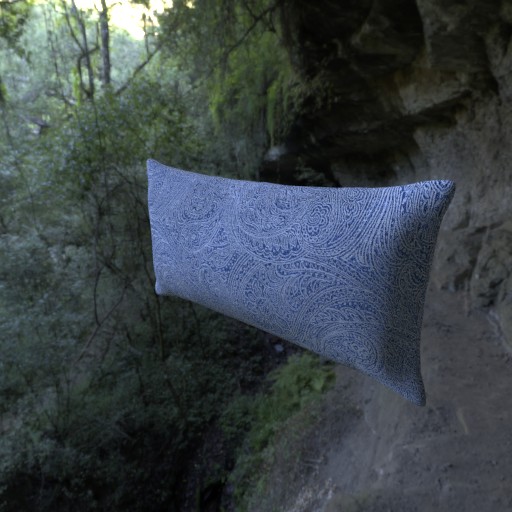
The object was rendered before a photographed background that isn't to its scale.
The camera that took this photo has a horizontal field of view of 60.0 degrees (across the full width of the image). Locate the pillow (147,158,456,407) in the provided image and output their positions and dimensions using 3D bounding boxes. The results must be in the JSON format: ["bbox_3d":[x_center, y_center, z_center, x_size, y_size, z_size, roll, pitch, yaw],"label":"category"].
[{"bbox_3d":[0.000,0.000,0.738,0.615,0.295,0.151,15,22,42],"label":"pillow"}]
